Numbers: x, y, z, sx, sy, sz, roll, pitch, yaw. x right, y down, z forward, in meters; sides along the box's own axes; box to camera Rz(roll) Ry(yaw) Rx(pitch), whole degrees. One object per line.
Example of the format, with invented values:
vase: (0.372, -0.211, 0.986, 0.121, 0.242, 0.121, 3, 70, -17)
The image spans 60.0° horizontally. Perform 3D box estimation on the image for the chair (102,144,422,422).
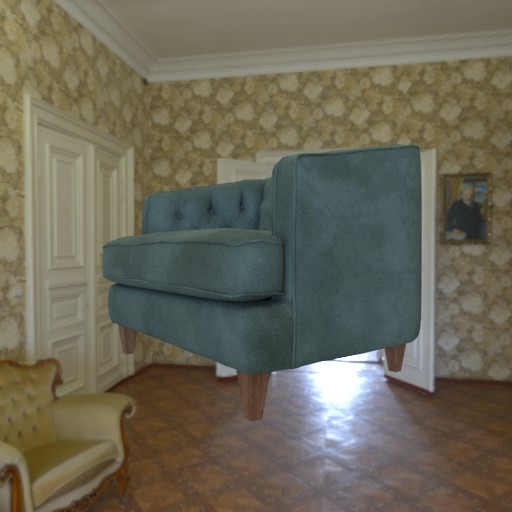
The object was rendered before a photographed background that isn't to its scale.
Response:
chair: (0.000, 0.000, 1.762, 0.941, 0.852, 1.104, 0, 0, -36)
